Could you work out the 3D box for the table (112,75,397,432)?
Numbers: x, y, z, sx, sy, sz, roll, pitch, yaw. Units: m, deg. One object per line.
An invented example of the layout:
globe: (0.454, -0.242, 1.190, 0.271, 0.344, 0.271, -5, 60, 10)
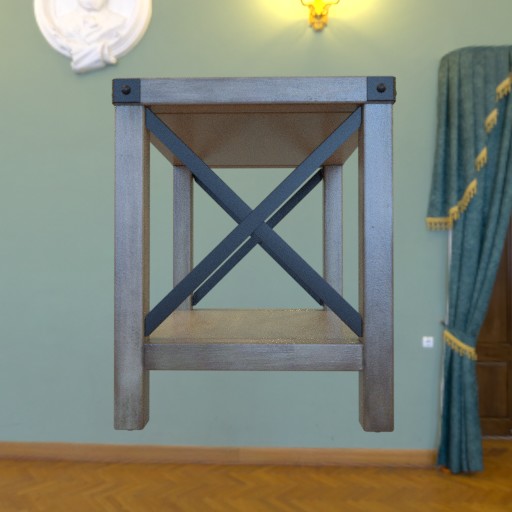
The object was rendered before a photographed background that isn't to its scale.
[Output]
table: (0.000, 0.000, 0.938, 0.459, 0.561, 0.510, 0, -1, 1)
